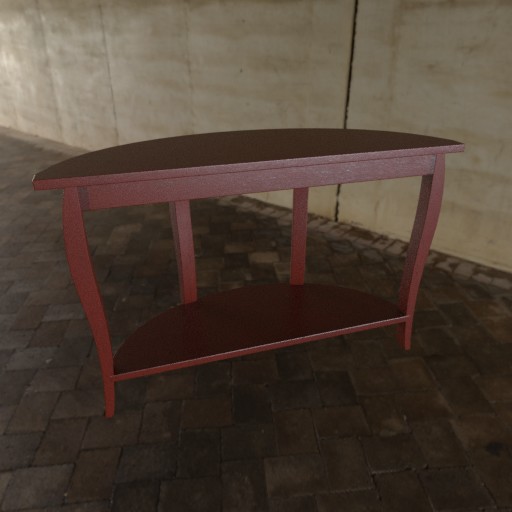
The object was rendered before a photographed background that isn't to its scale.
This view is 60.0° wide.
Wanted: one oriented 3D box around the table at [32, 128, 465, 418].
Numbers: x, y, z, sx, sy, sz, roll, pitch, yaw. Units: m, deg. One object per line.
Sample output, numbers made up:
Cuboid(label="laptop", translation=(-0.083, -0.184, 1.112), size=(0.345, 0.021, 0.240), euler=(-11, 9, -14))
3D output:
Cuboid(label="table", translation=(0.000, 0.000, 1.541), size=(1.219, 0.779, 0.405), euler=(-8, 28, -16))
